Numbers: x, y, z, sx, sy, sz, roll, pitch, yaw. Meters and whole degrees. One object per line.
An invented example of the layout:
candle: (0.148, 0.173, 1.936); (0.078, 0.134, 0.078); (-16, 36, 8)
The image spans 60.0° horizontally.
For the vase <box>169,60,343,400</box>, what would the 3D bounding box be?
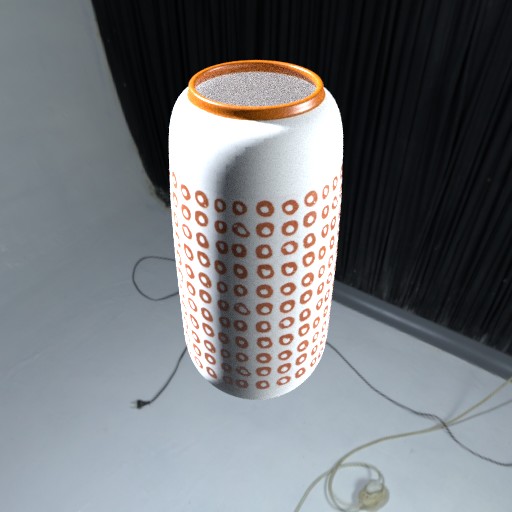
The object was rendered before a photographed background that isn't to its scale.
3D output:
vase: (0.000, 0.000, 0.362); (0.133, 0.282, 0.133); (0, 41, 0)
